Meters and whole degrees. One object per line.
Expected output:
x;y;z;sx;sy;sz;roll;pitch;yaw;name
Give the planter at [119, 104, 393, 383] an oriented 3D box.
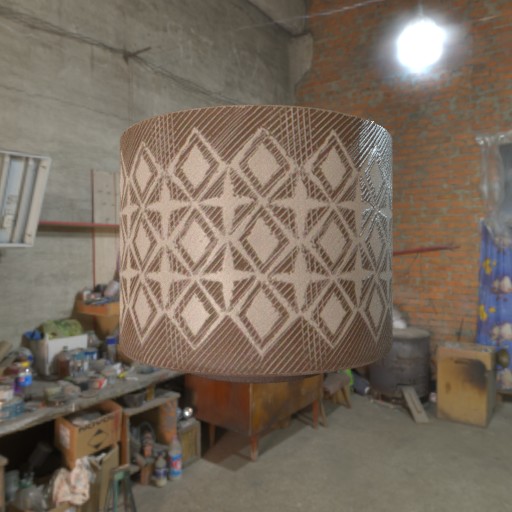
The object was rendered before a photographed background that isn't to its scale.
0.000;0.000;0.215;0.126;0.104;0.126;0;0;0;planter
